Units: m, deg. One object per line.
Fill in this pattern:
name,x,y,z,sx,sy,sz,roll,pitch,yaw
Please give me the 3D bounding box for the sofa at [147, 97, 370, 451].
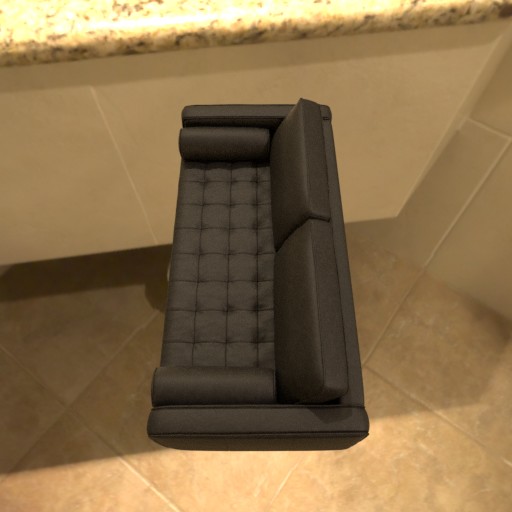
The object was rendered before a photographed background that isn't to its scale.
sofa,0.000,0.000,2.361,0.921,0.770,1.879,0,61,0
